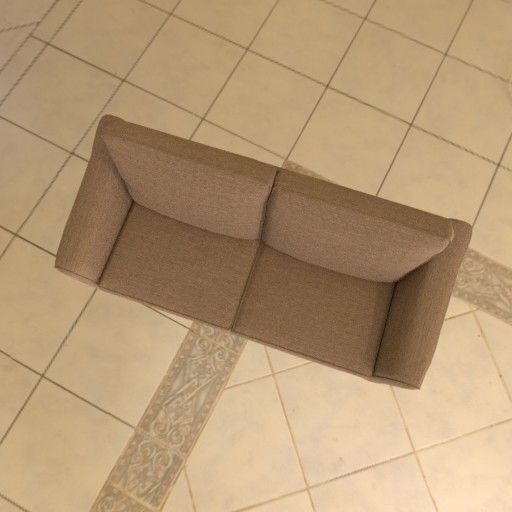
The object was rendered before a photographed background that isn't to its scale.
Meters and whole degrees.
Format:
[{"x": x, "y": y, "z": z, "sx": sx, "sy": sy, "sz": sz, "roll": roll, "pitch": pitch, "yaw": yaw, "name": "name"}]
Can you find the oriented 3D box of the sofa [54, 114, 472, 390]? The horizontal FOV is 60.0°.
[{"x": 0.000, "y": 0.000, "z": 2.719, "sx": 2.270, "sy": 0.965, "sz": 0.980, "roll": 18, "pitch": 76, "yaw": 4, "name": "sofa"}]
